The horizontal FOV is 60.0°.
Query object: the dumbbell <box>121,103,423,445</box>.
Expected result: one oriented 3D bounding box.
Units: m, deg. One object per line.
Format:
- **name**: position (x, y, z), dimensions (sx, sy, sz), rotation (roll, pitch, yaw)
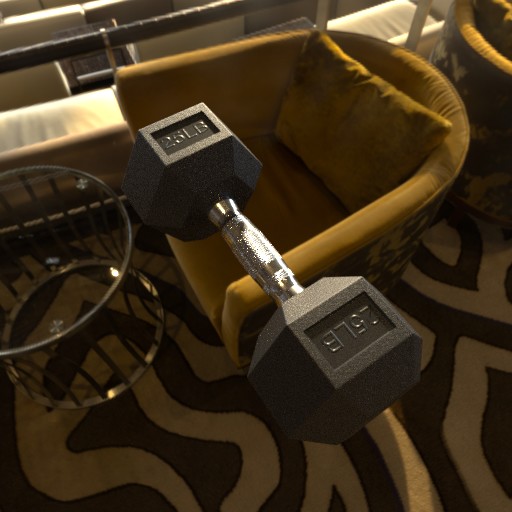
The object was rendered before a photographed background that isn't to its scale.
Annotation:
- **dumbbell**: position (0.000, 0.000, 0.384), dimensions (0.129, 0.113, 0.315), rotation (-30, 63, -17)
